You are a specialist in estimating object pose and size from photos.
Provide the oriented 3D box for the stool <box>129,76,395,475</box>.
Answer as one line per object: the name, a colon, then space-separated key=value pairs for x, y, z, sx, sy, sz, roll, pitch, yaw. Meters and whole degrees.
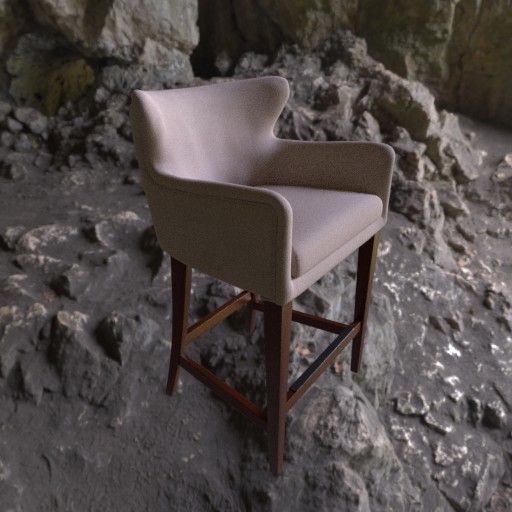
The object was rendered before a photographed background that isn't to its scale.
stool: x=0.000 y=0.000 z=1.314 sx=0.570 sy=0.951 sz=0.601 roll=18 pitch=31 yaw=32
